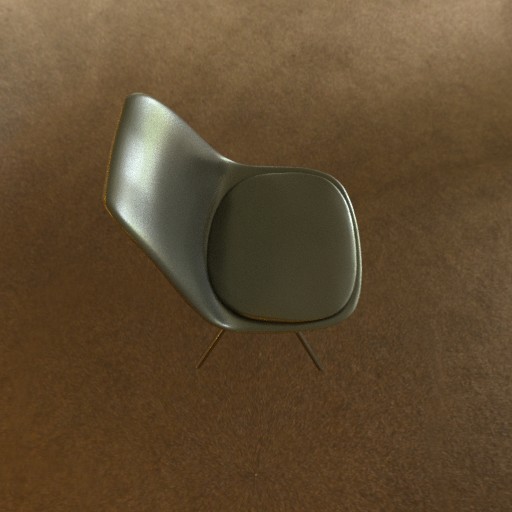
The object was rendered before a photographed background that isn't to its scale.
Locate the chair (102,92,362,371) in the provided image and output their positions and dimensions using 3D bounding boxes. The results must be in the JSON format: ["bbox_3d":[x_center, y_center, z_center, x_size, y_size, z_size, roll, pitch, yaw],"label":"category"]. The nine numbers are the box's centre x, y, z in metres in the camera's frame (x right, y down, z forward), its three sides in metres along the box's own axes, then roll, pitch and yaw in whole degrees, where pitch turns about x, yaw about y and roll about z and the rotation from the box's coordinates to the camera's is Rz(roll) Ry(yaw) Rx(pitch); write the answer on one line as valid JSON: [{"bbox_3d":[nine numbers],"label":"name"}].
[{"bbox_3d":[0.000,0.000,1.156,0.525,0.850,0.461,1,64,0],"label":"chair"}]
